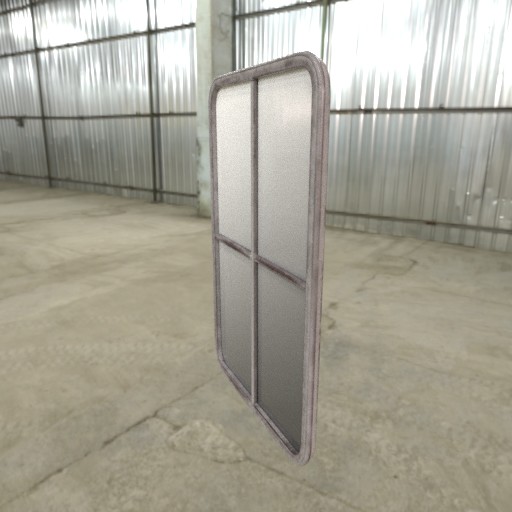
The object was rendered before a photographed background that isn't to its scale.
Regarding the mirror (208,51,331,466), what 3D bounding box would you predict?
[{"bbox_3d":[0.000,0.000,0.896,0.024,0.713,0.461,-7,17,-25],"label":"mirror"}]
